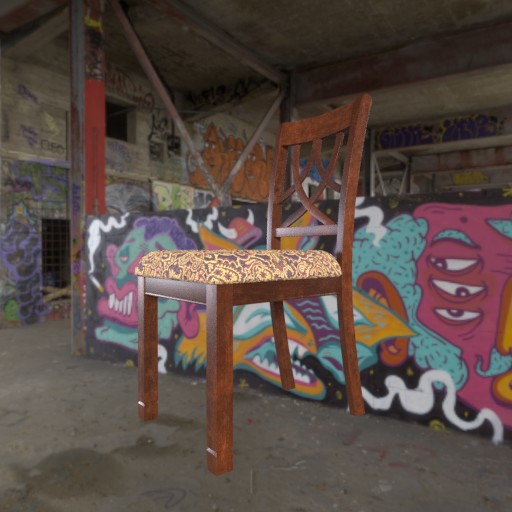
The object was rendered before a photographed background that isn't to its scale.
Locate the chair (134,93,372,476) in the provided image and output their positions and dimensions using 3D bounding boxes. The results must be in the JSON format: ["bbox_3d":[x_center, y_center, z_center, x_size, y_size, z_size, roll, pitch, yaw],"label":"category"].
[{"bbox_3d":[0.000,0.000,1.313,0.584,0.965,0.457,0,1,-37],"label":"chair"}]
